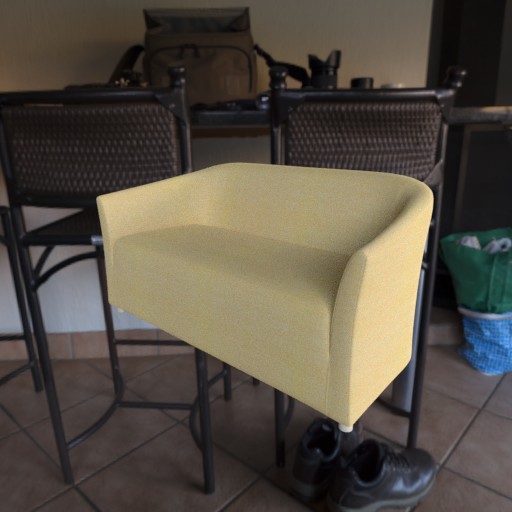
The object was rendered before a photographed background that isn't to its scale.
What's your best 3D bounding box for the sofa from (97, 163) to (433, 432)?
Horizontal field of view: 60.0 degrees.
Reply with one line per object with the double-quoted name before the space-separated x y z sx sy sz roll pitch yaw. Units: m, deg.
"sofa" 0.000 0.000 1.914 1.452 0.721 0.705 15 21 42
